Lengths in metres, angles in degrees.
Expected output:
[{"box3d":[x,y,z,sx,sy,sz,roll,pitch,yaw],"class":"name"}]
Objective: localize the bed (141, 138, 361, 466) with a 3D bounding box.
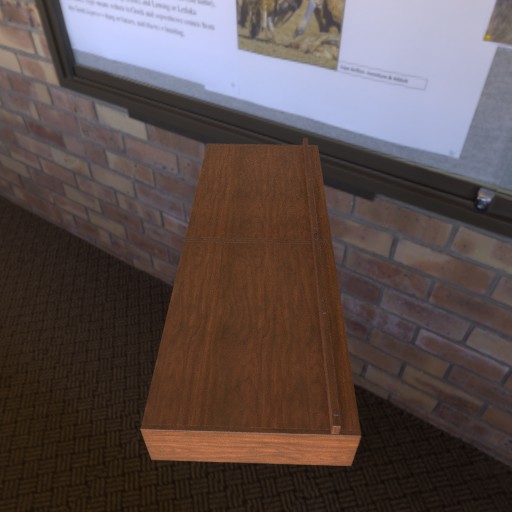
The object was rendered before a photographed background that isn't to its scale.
[{"box3d":[0.000,0.000,2.367,0.787,0.326,2.057,1,42,1],"class":"bed"}]
